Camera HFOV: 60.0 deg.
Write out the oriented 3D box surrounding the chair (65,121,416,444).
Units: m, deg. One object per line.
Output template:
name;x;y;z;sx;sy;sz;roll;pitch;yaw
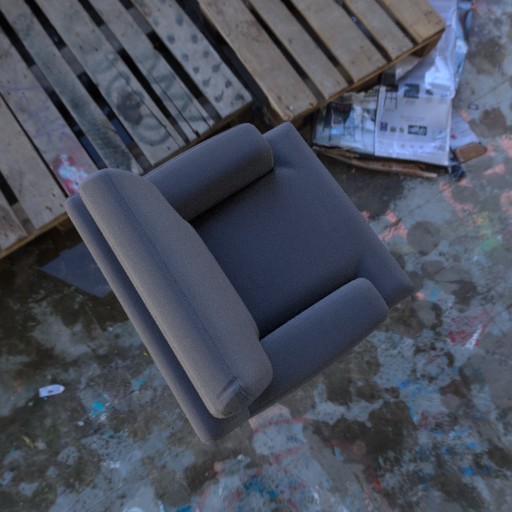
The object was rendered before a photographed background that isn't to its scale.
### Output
chair;0.000;0.000;2.025;1.143;0.940;1.168;-33;78;-8
